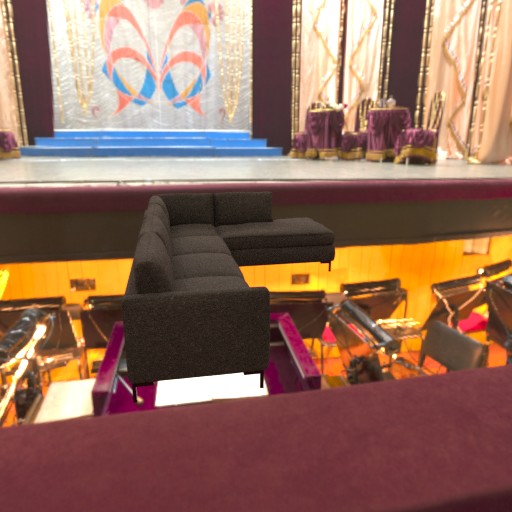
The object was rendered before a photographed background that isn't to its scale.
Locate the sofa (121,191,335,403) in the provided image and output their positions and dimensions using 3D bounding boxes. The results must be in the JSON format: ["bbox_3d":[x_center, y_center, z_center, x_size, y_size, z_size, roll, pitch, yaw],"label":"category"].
[{"bbox_3d":[0.000,0.000,3.898,2.007,0.815,2.949,-3,16,-11],"label":"sofa"}]
